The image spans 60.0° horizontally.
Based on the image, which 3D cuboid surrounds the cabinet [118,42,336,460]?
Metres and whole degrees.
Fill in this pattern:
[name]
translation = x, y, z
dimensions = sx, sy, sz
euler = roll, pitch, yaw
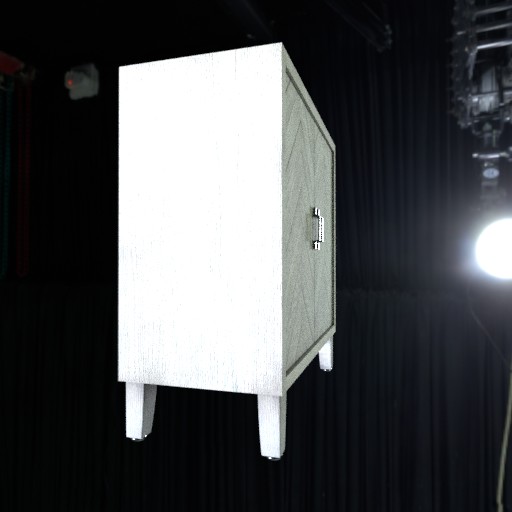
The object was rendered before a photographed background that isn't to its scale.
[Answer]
[cabinet]
translation = 0.000, 0.000, 1.246
dimensions = 0.370, 0.787, 0.781
euler = 0, -1, 17
